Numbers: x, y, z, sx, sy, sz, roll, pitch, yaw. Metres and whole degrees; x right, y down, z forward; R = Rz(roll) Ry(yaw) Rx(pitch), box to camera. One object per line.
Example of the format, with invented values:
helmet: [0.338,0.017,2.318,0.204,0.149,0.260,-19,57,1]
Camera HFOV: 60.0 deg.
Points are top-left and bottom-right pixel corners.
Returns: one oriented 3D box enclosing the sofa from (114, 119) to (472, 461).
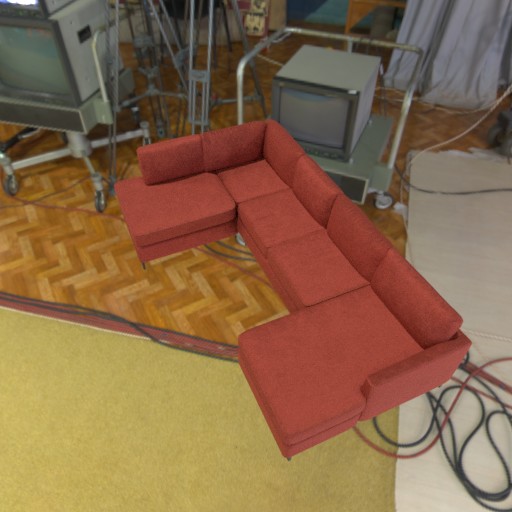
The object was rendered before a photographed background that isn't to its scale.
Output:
sofa: [0.000,0.000,4.275,2.055,0.992,3.434,-18,48,-17]
